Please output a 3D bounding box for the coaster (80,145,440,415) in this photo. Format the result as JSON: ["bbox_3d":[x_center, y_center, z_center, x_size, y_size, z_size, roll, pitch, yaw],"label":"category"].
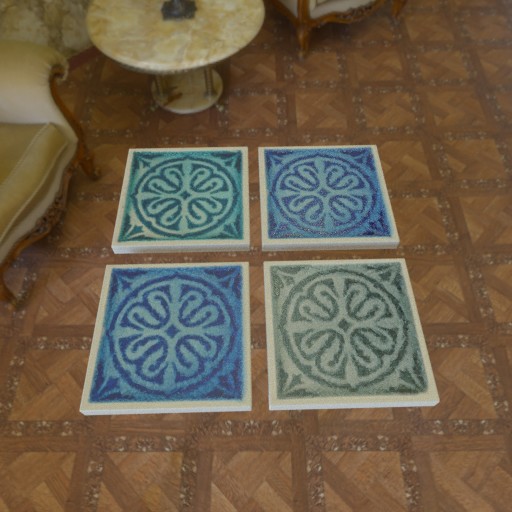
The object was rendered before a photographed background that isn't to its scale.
[{"bbox_3d":[0.000,0.000,0.326,0.214,0.010,0.219,-1,57,-1],"label":"coaster"}]
